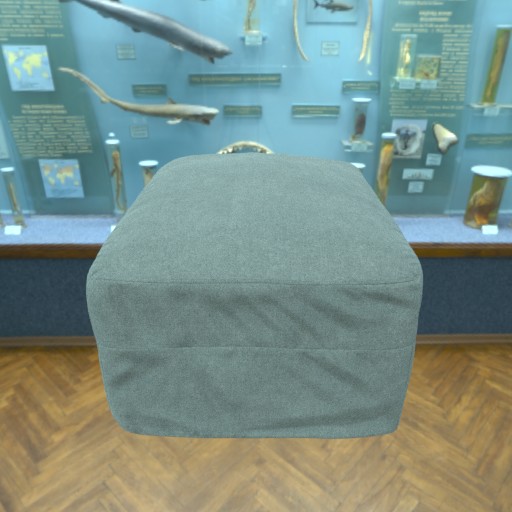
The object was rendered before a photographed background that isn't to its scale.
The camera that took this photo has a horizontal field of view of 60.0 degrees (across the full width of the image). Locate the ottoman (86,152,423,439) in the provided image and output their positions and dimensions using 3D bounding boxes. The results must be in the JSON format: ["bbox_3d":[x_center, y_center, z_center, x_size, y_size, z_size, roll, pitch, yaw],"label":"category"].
[{"bbox_3d":[0.000,0.000,1.237,0.683,0.481,0.837,0,27,0],"label":"ottoman"}]
